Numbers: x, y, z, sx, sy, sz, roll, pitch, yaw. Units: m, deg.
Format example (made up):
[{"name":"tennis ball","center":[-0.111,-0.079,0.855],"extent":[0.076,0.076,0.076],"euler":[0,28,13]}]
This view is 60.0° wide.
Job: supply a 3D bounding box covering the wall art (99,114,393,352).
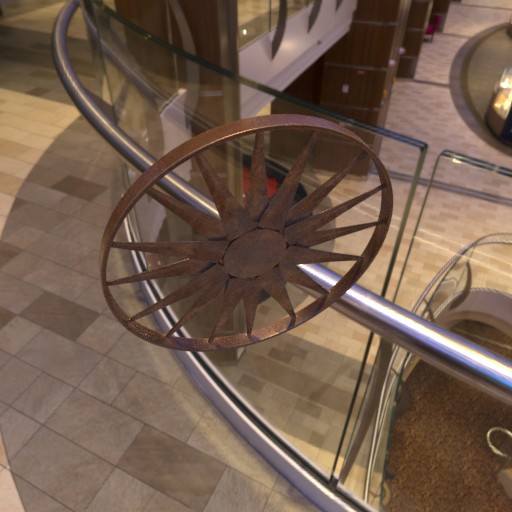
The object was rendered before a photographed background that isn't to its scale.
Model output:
[{"name":"wall art","center":[0.000,0.000,0.871],"extent":[0.582,0.583,0.084],"euler":[-13,43,-15]}]
